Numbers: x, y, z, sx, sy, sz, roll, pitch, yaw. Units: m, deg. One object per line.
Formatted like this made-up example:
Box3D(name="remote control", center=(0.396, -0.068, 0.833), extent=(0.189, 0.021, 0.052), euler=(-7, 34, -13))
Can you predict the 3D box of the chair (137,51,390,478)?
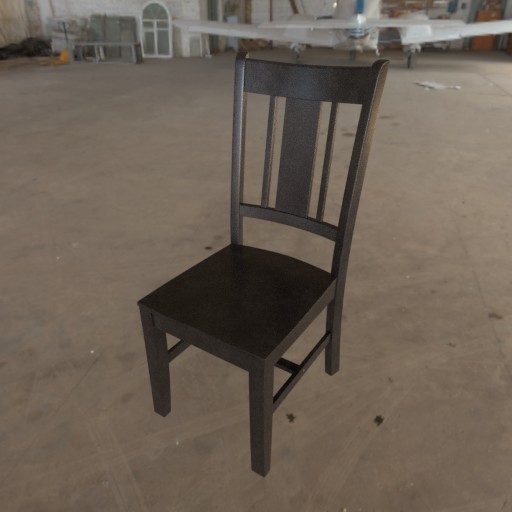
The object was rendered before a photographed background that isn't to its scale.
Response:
Box3D(name="chair", center=(0.000, 0.000, 1.247), extent=(0.450, 0.998, 0.555), euler=(18, 34, 29))
